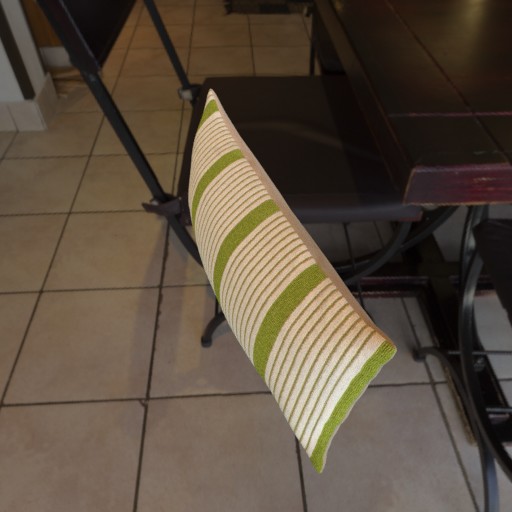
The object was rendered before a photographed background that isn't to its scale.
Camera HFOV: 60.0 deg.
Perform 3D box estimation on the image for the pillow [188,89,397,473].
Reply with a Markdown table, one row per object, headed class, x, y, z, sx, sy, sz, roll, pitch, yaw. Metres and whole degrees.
| class | x | y | z | sx | sy | sz | roll | pitch | yaw |
| --- | --- | --- | --- | --- | --- | --- | --- | --- | --- |
| pillow | 0.000 | 0.000 | 0.728 | 0.156 | 0.292 | 0.608 | -16 | 48 | -15 |
